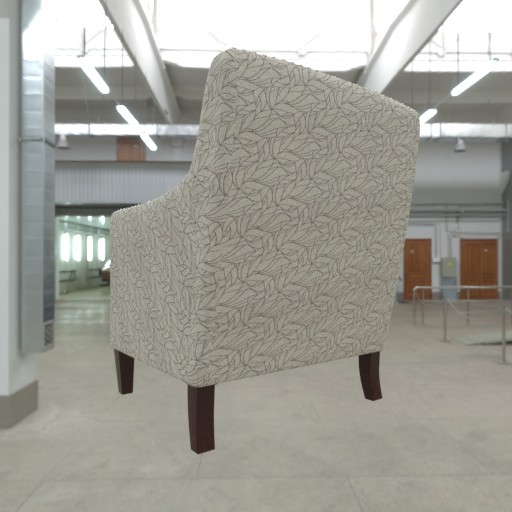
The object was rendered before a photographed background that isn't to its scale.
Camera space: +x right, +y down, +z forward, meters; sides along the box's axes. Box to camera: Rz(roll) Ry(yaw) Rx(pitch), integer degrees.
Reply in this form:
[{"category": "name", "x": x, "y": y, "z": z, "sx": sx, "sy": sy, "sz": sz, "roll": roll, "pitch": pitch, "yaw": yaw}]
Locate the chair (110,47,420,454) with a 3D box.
[{"category": "chair", "x": 0.000, "y": 0.000, "z": 1.251, "sx": 0.623, "sy": 0.816, "sz": 0.651, "roll": 0, "pitch": 0, "yaw": -37}]
